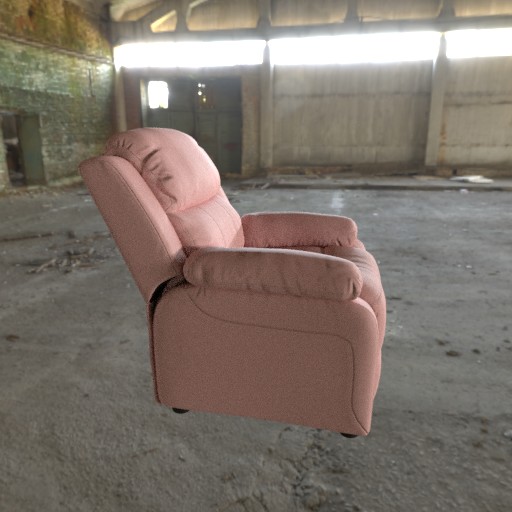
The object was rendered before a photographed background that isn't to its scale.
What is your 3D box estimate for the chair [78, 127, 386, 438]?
[{"bbox_3d":[0.000,0.000,1.259,0.709,0.702,0.680,3,15,11],"label":"chair"}]
